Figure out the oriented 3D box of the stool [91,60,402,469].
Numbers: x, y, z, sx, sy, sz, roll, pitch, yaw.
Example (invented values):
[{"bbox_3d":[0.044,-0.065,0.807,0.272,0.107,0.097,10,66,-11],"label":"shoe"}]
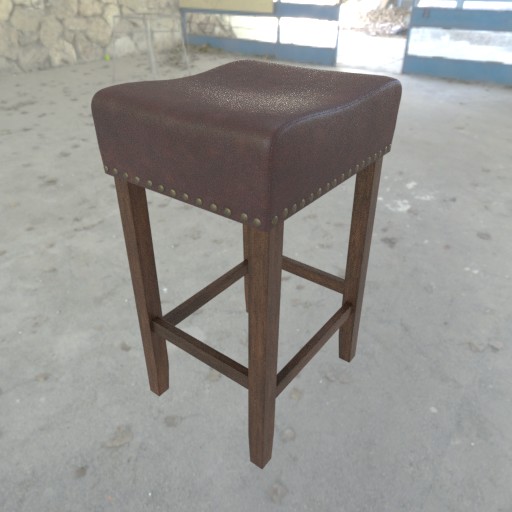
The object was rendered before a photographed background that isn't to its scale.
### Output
[{"bbox_3d":[0.000,0.000,1.028,0.401,0.769,0.465,22,38,31],"label":"stool"}]
